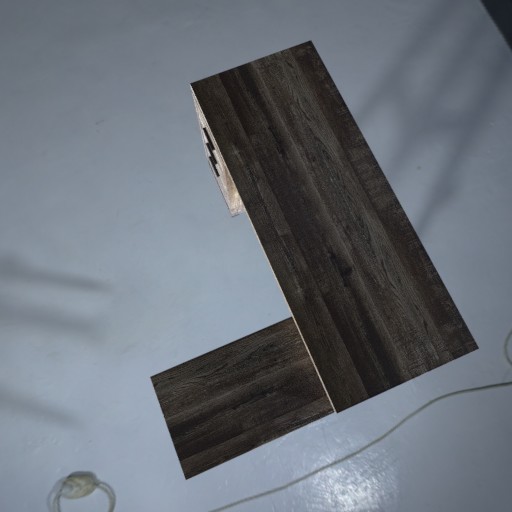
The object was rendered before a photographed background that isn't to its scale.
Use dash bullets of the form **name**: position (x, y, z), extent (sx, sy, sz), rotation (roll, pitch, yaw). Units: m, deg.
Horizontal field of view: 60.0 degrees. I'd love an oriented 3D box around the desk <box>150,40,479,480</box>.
- **desk**: position (0.000, 0.000, 2.171), extent (1.200, 0.753, 1.524), rotation (-22, 76, -6)
